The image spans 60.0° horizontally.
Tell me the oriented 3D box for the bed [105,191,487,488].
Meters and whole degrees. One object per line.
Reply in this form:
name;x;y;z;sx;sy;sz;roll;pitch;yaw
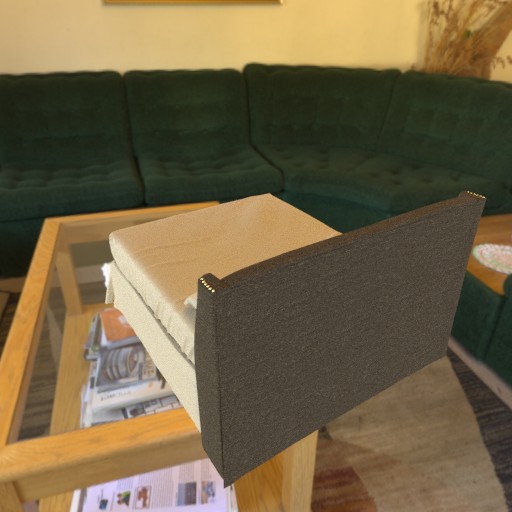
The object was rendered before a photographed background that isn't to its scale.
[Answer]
bed;0.000;0.000;3.374;1.925;1.332;2.276;-18;34;-29
